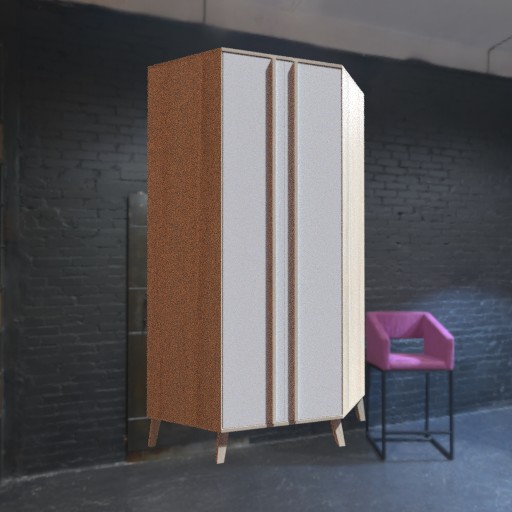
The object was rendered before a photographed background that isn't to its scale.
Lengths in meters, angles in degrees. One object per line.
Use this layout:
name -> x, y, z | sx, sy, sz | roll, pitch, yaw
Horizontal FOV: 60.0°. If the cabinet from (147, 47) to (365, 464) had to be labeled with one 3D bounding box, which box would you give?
cabinet -> 0.000, 0.000, 2.624 | 1.272, 1.957, 0.969 | 0, -1, -17
